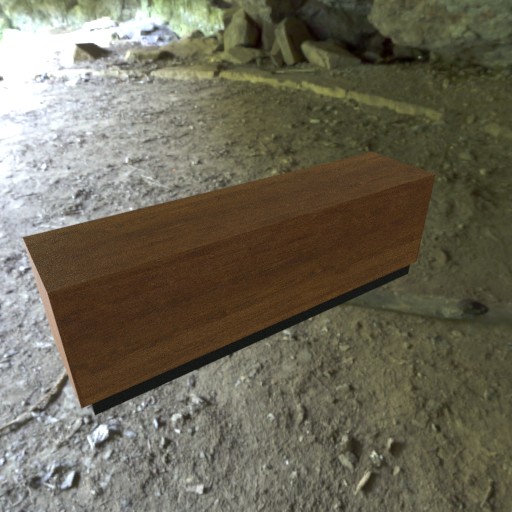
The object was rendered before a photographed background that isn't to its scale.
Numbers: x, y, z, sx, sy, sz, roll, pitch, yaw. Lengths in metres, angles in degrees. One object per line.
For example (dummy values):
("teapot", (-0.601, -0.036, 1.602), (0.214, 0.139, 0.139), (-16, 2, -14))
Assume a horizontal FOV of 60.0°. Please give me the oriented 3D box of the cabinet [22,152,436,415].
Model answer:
("cabinet", (0.000, 0.000, 1.830), (1.600, 0.510, 0.419), (-19, 36, -28))
